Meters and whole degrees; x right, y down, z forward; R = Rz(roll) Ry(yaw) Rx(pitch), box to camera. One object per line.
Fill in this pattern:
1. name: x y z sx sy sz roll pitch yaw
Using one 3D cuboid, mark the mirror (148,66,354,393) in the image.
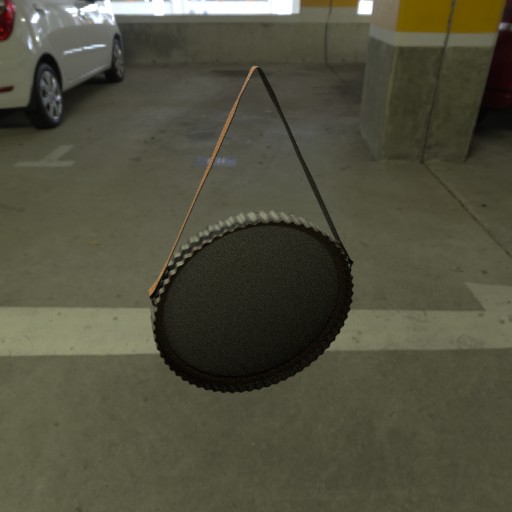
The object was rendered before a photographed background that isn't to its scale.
1. mirror: 0.000 0.000 0.715 0.355 0.568 0.042 -9 32 -15
